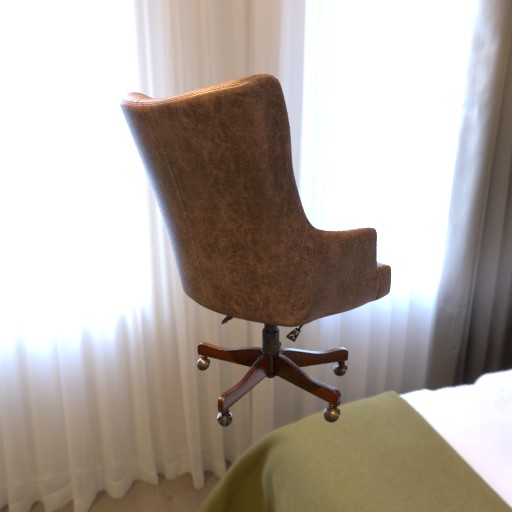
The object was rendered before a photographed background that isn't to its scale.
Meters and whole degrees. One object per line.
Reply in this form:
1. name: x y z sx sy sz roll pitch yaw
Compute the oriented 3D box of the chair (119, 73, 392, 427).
1. chair: 0.000 0.000 1.485 0.641 1.035 0.762 13 19 42
